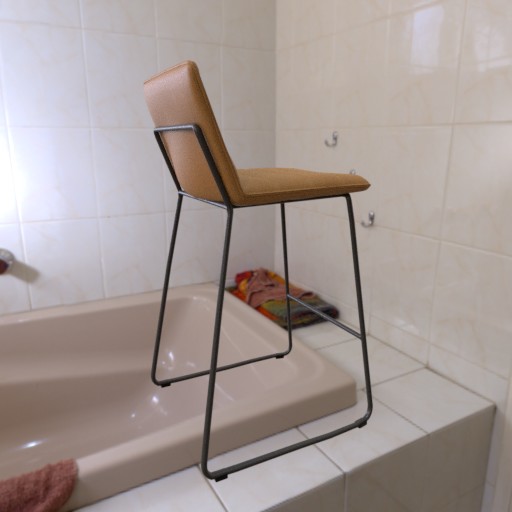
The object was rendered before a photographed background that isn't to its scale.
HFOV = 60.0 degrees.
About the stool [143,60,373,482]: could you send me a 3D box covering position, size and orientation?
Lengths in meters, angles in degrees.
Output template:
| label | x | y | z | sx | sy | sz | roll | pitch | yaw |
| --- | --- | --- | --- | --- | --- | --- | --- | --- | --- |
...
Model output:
| label | x | y | z | sx | sy | sz | roll | pitch | yaw |
| --- | --- | --- | --- | --- | --- | --- | --- | --- | --- |
| stool | 0.000 | 0.000 | 1.238 | 0.524 | 0.936 | 0.489 | -7 | 16 | -26 |
